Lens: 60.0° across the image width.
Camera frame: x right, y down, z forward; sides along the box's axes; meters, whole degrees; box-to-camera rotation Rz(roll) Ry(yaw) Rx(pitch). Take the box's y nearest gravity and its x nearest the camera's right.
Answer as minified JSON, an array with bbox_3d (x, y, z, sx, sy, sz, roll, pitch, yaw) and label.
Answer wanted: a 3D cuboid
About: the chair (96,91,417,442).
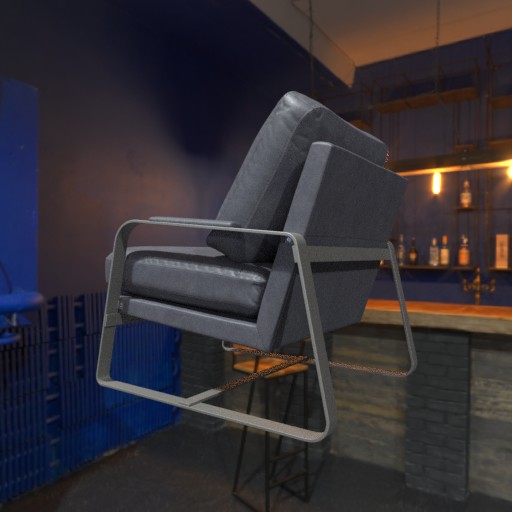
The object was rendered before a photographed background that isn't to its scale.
[{"bbox_3d":[0.000,0.000,1.501,0.878,0.839,0.692,0,0,35],"label":"chair"}]
